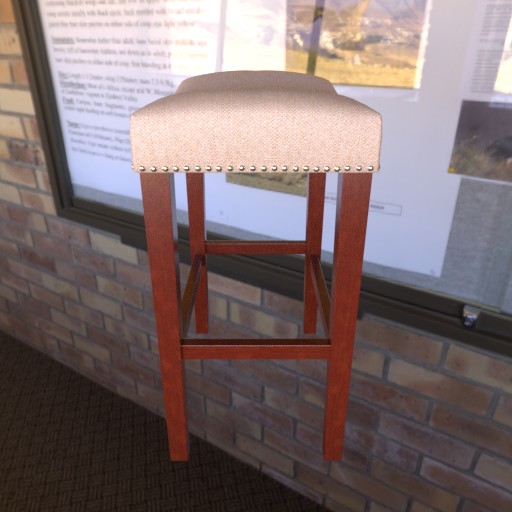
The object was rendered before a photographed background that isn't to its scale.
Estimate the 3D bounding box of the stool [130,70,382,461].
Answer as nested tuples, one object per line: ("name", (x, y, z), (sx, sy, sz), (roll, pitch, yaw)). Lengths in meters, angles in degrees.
("stool", (0.000, 0.000, 0.994), (0.372, 0.742, 0.504), (0, 27, 0))
